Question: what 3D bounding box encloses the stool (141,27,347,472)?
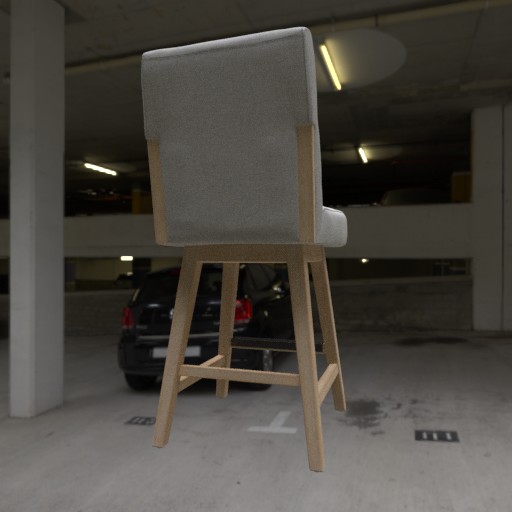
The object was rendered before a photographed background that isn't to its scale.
[{"bbox_3d":[0.000,0.000,1.371,0.507,1.085,0.606,0,0,18],"label":"stool"}]
